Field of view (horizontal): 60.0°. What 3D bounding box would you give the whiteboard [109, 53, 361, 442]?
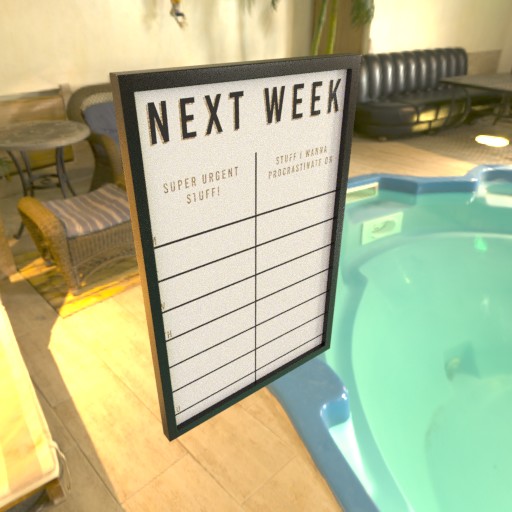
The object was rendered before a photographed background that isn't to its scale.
[{"bbox_3d":[0.000,0.000,0.756,0.406,0.611,0.026,-21,35,-32],"label":"whiteboard"}]
